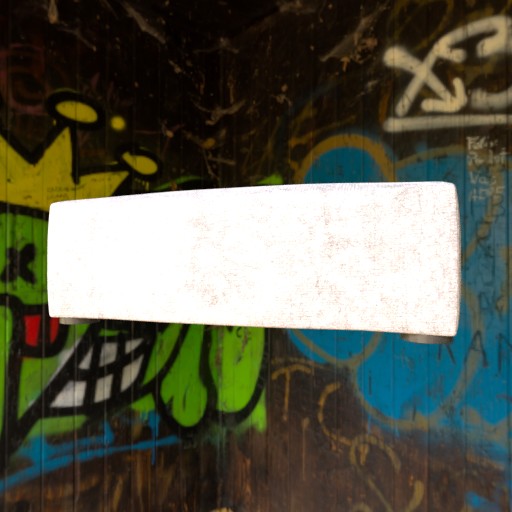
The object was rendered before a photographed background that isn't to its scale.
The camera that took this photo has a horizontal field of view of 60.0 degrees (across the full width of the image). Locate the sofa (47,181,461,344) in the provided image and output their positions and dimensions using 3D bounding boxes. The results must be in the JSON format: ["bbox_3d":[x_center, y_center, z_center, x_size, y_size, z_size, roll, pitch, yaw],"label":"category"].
[{"bbox_3d":[0.000,0.000,1.152,0.930,0.330,0.480,0,-1,18],"label":"sofa"}]
